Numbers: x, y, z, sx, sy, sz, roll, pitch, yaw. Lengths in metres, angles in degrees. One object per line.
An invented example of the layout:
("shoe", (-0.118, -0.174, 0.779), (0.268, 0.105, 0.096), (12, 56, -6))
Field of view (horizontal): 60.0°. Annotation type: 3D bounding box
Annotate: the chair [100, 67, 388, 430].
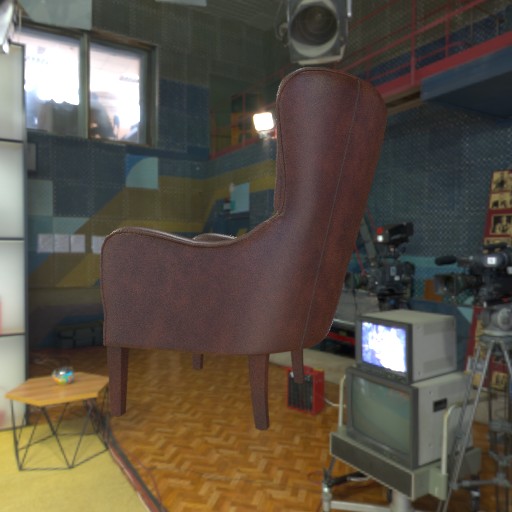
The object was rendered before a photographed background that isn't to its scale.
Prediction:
("chair", (0.000, 0.000, 1.612), (0.914, 1.048, 0.692), (0, 1, 19))
